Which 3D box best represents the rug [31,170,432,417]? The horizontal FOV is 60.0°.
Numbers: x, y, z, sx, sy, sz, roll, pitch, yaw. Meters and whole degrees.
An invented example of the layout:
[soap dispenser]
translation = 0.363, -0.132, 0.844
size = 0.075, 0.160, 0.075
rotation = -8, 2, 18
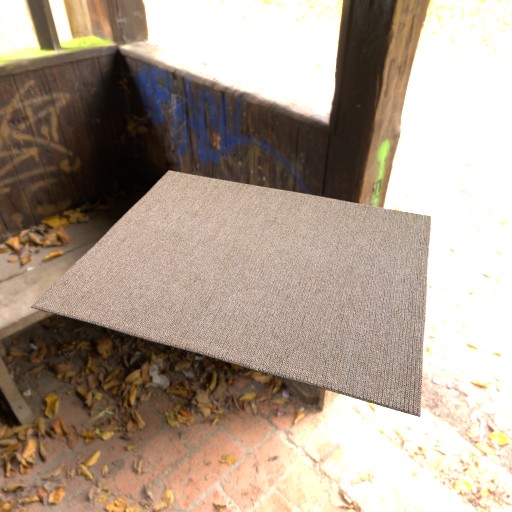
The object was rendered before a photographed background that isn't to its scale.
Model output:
[rug]
translation = 0.000, 0.000, 4.087
size = 3.034, 0.012, 2.406
rotation = 12, 41, 14
